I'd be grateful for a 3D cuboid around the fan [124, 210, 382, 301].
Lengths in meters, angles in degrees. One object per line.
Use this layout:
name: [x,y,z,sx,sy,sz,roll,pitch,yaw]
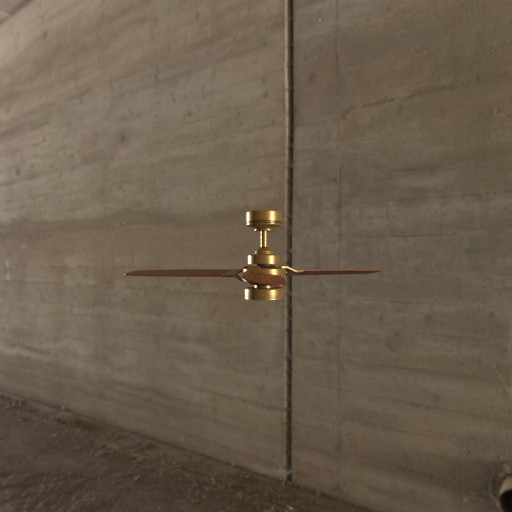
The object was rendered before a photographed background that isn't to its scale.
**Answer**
fan: [0.000,0.000,1.985,1.416,0.425,1.271,0,0,1]
